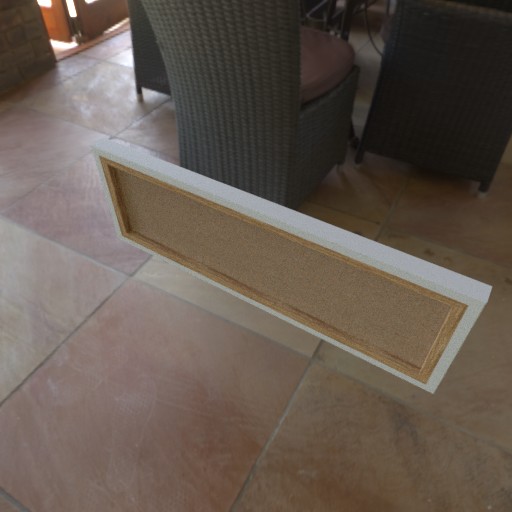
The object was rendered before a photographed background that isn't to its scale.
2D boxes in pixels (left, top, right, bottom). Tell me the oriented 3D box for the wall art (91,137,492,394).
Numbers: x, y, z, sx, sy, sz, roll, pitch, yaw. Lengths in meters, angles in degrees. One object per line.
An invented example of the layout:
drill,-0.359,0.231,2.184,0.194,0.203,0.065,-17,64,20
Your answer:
wall art,0.000,0.000,0.847,0.763,0.255,0.038,24,50,22
